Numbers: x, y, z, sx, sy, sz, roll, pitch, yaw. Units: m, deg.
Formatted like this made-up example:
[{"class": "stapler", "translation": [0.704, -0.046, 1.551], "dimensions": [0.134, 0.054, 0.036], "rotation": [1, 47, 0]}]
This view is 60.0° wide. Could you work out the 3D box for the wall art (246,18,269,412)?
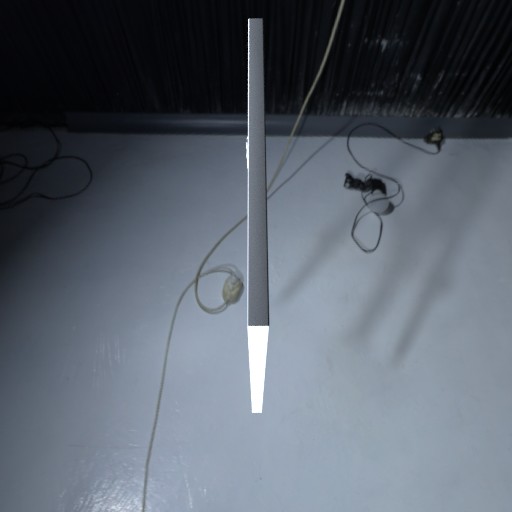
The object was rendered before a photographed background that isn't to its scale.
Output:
[{"class": "wall art", "translation": [0.000, 0.000, 1.404], "dimensions": [0.042, 1.056, 0.805], "rotation": [0, 63, 0]}]
